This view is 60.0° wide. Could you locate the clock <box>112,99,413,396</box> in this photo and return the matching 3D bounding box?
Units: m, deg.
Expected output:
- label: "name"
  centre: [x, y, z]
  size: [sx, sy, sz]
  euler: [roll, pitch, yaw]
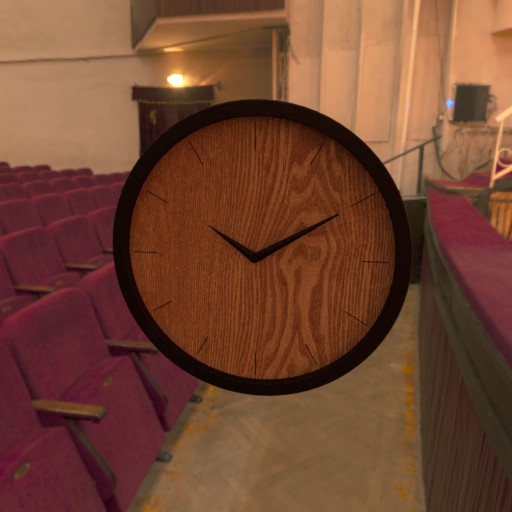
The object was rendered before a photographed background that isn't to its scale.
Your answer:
- label: "clock"
  centre: [0.000, 0.000, 0.470]
  size: [0.314, 0.314, 0.029]
  euler: [2, 14, 10]
